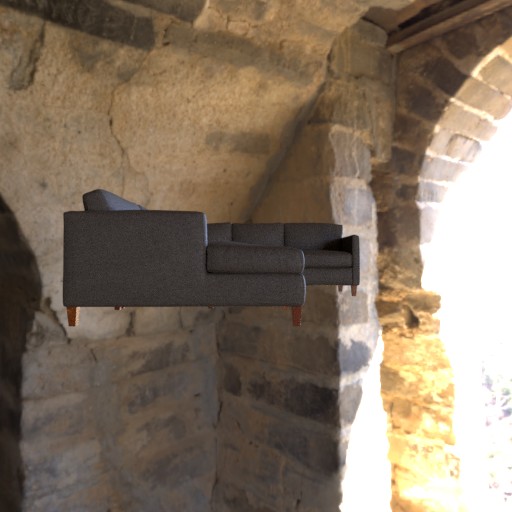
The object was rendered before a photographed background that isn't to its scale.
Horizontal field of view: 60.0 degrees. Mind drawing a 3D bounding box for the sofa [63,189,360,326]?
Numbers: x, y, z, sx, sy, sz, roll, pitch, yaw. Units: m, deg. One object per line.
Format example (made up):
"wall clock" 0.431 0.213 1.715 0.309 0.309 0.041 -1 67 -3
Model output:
"sofa" 0.000 0.000 4.582 2.594 0.961 3.460 0 -1 -1
